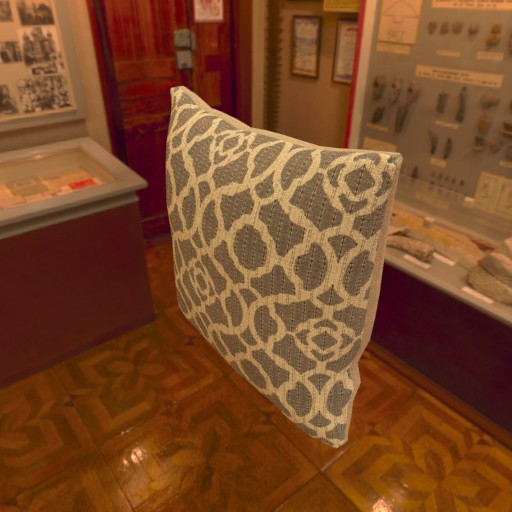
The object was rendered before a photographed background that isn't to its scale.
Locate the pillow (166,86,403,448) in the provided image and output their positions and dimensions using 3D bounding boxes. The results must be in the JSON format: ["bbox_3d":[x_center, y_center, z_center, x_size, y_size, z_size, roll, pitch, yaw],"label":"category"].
[{"bbox_3d":[0.000,0.000,0.779,0.215,0.498,0.508,-21,37,-31],"label":"pillow"}]
